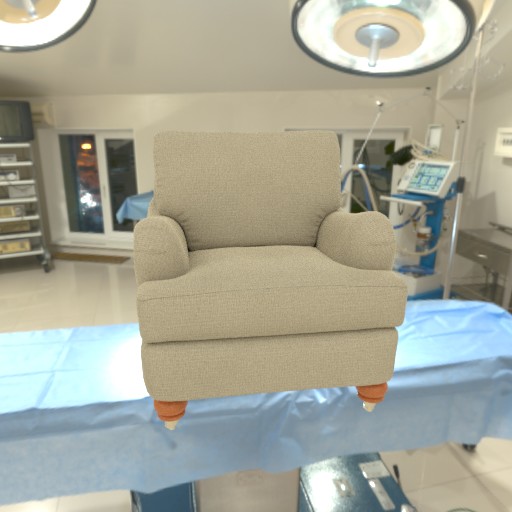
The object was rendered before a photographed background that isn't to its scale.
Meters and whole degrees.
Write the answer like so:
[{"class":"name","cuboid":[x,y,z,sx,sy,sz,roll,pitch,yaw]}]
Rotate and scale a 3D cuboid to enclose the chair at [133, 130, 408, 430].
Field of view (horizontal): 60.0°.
[{"class":"chair","cuboid":[0.000,0.000,1.910,0.955,1.038,1.070,-2,16,-8]}]
